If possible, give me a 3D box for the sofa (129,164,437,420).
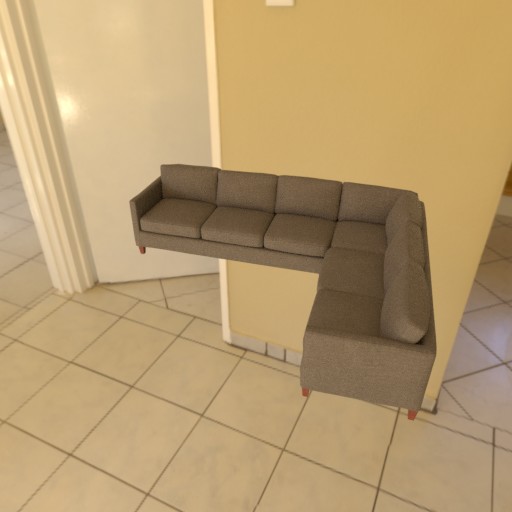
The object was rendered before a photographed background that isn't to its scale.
[{"bbox_3d":[0.000,0.000,4.541,3.302,0.947,2.593,9,33,13],"label":"sofa"}]
